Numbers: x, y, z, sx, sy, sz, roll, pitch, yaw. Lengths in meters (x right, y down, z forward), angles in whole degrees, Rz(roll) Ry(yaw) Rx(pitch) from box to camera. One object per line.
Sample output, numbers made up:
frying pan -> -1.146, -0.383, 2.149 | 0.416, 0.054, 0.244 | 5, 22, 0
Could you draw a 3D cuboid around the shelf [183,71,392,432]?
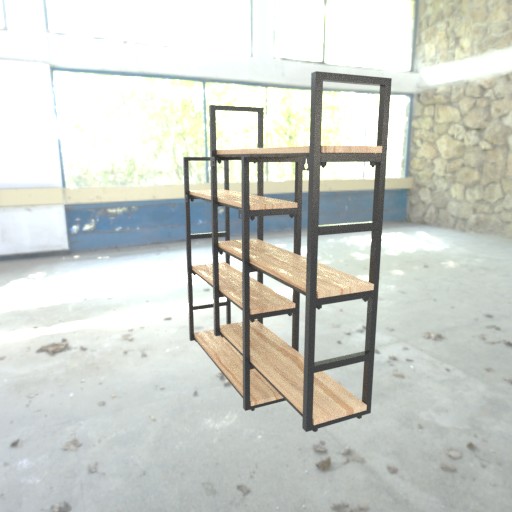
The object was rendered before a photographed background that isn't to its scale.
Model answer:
shelf -> 0.000, 0.000, 1.389 | 0.183, 0.921, 0.946 | -6, 14, -24
